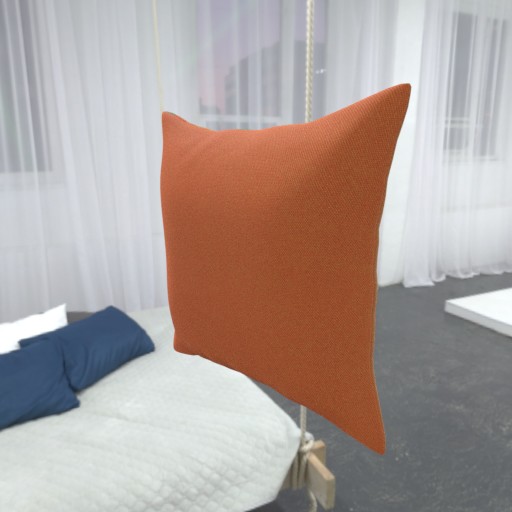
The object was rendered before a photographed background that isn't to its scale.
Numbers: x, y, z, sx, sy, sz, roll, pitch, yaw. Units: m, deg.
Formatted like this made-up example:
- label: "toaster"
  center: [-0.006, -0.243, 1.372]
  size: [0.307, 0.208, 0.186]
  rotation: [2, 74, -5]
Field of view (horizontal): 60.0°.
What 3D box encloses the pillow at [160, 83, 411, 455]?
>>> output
- label: "pillow"
  center: [0.000, 0.000, 0.665]
  size: [0.453, 0.444, 0.169]
  rotation: [12, 17, 43]
